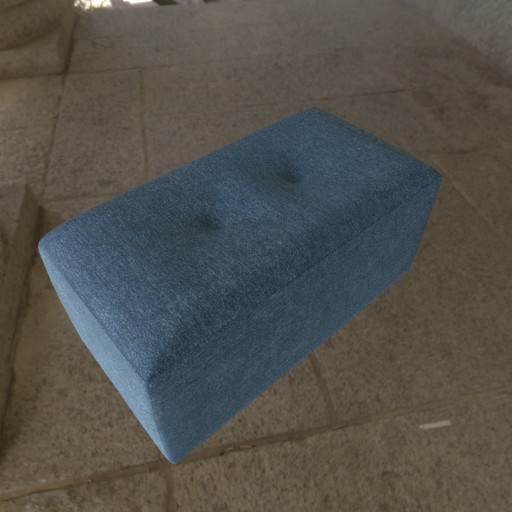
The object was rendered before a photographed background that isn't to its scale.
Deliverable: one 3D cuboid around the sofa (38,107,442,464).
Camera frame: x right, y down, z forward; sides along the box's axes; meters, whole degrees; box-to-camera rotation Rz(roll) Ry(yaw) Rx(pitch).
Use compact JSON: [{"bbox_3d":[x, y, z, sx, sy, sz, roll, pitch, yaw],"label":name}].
[{"bbox_3d":[0.000,0.000,1.201,0.930,0.470,0.480,-32,55,-27],"label":"sofa"}]
